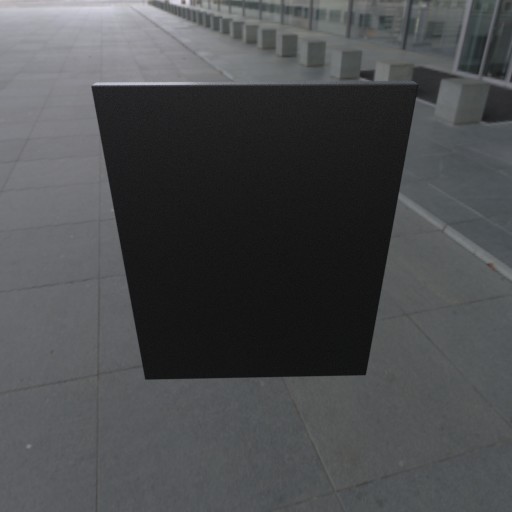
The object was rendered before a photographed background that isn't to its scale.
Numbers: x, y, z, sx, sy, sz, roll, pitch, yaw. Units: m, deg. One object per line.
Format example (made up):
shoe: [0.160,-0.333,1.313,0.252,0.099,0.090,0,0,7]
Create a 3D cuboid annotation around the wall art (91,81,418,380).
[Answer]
wall art: [0.000,0.000,1.616,0.950,1.194,0.053,-1,31,-1]
